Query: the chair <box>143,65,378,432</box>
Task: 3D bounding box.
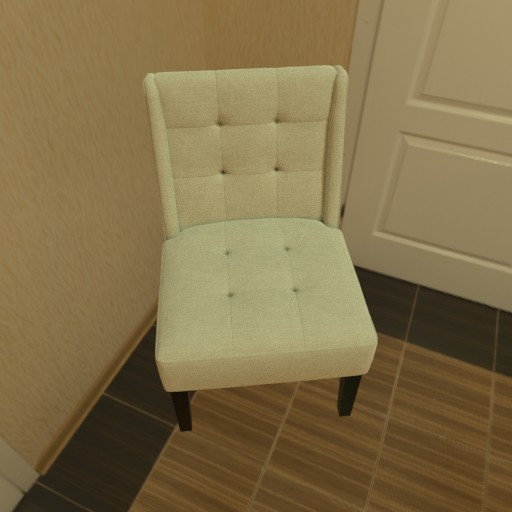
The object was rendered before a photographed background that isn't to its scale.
[{"bbox_3d":[0.000,0.000,1.310,0.569,0.853,0.676,-4,46,-4],"label":"chair"}]
